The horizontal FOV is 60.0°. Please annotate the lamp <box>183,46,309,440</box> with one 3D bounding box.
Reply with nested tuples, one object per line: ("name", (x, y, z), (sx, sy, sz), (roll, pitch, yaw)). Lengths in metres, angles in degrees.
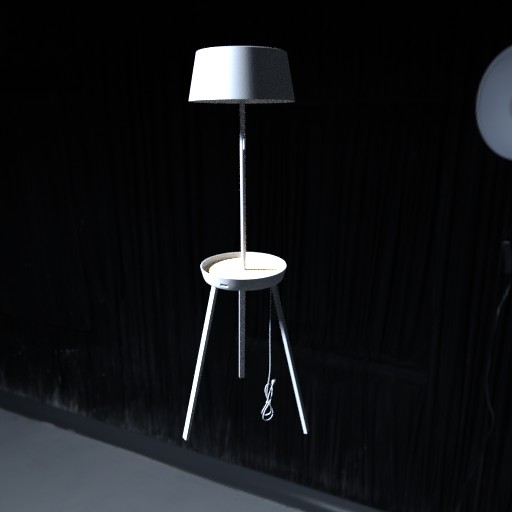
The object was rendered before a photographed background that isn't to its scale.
("lamp", (0.000, 0.000, 1.673), (0.468, 1.429, 0.508), (8, 19, 24))
